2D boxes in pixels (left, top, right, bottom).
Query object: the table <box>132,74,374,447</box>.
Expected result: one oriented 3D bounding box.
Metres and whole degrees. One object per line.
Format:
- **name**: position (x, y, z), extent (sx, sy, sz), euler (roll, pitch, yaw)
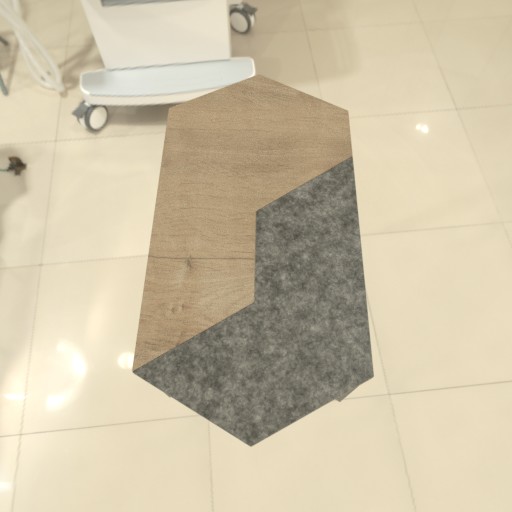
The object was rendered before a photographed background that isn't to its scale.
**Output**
- **table**: position (0.000, 0.000, 1.514), extent (0.609, 0.457, 1.219), euler (1, 64, 0)
